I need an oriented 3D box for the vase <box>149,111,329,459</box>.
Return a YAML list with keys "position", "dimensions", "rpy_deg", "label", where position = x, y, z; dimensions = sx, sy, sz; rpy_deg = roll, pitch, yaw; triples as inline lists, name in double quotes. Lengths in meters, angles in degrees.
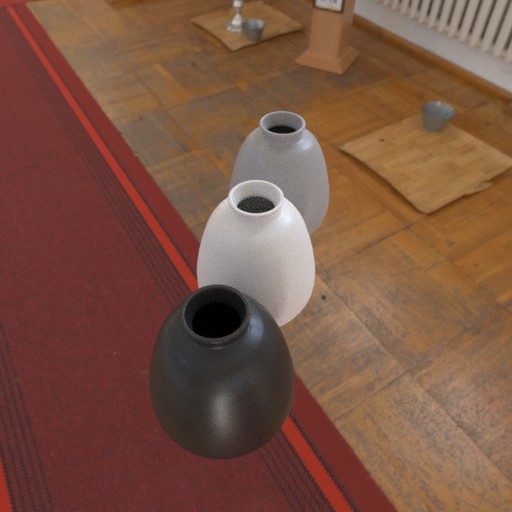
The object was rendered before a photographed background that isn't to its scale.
- position: [0.000, 0.000, 0.354]
  dimensions: [0.097, 0.122, 0.297]
  rpy_deg: [10, 48, 9]
  label: "vase"
